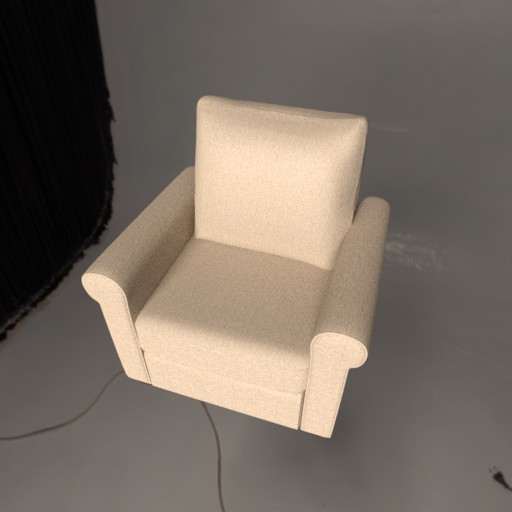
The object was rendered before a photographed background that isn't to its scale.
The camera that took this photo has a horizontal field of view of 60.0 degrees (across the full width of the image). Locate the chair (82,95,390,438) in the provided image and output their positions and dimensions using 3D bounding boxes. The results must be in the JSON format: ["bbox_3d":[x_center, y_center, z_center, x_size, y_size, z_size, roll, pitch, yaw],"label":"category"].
[{"bbox_3d":[0.000,0.000,2.336,1.275,1.349,1.180,12,42,14],"label":"chair"}]
